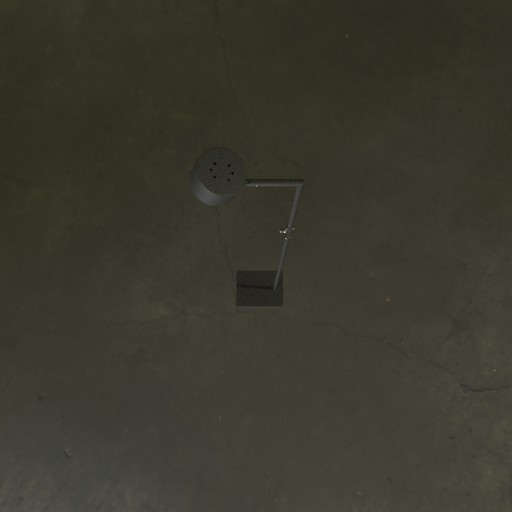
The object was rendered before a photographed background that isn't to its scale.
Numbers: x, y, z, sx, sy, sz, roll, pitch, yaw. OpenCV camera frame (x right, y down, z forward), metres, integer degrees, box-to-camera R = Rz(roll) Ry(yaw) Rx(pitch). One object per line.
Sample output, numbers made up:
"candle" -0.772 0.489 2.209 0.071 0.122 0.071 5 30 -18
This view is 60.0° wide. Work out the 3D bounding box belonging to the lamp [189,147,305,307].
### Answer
"lamp" 0.000 0.000 1.728 0.304 1.600 0.203 0 76 0
